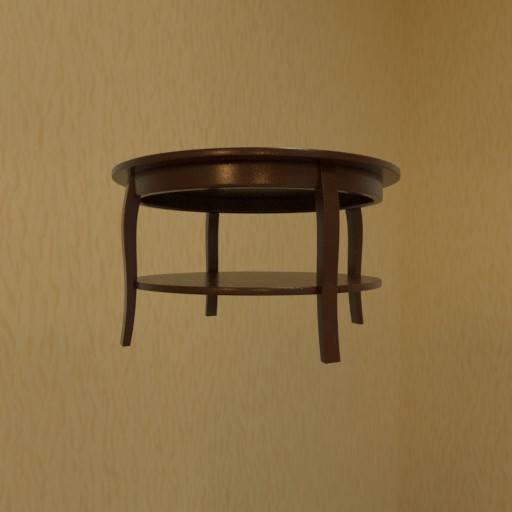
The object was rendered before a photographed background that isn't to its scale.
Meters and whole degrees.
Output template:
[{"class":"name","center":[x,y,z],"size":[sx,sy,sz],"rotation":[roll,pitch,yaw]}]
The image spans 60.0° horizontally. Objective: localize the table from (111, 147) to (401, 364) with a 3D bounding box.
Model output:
[{"class":"table","center":[0.000,0.000,1.472],"size":[0.911,0.512,0.911],"rotation":[0,1,0]}]
